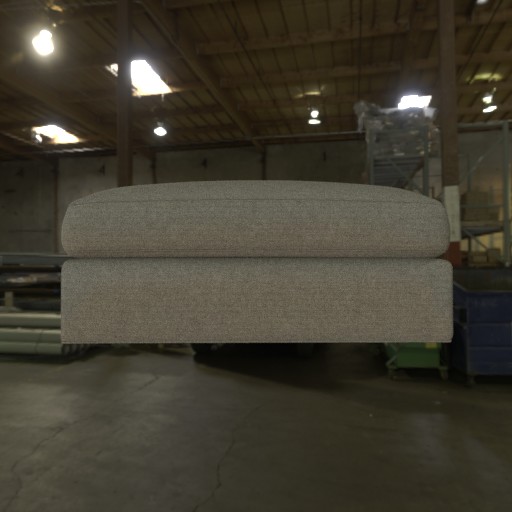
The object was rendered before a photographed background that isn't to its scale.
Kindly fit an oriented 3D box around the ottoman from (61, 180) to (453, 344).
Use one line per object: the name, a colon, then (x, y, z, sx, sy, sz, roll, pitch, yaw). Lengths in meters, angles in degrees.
ottoman: (0.000, 0.000, 1.655, 1.041, 0.470, 1.041, 0, -1, -1)
